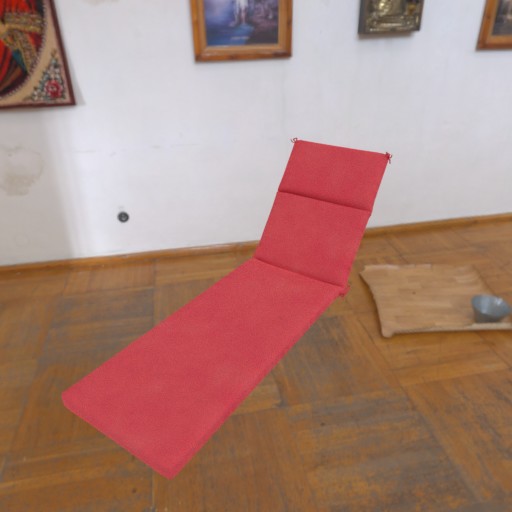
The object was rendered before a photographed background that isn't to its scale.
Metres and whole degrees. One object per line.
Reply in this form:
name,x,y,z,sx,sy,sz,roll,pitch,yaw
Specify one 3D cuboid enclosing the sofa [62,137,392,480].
sofa,0.000,0.000,1.879,0.582,0.622,1.663,18,34,29
